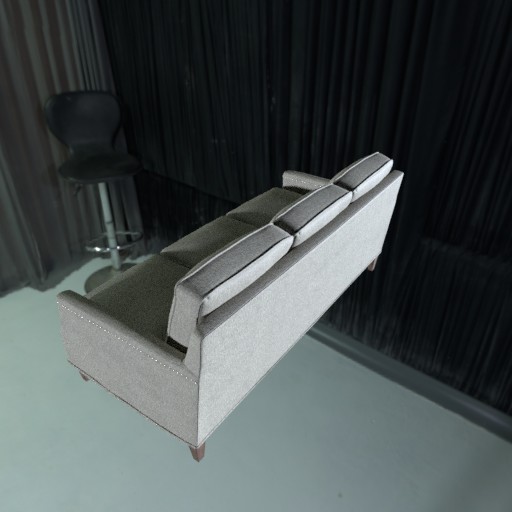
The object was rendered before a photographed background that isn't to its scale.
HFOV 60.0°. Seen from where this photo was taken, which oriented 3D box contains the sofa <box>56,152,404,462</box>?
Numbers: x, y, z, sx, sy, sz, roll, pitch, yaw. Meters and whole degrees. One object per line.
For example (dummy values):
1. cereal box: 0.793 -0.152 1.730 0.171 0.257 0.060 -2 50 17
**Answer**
1. sofa: 0.000 0.000 2.866 1.084 1.003 2.246 21 37 30
